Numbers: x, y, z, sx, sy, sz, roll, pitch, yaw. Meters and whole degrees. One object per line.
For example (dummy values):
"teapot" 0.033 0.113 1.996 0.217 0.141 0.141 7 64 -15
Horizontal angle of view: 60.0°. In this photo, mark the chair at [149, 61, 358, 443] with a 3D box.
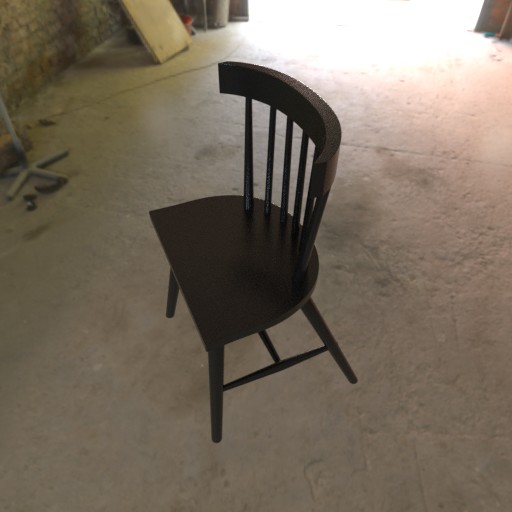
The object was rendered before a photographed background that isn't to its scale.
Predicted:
"chair" 0.000 0.000 1.177 0.483 0.844 0.506 -17 48 -17
